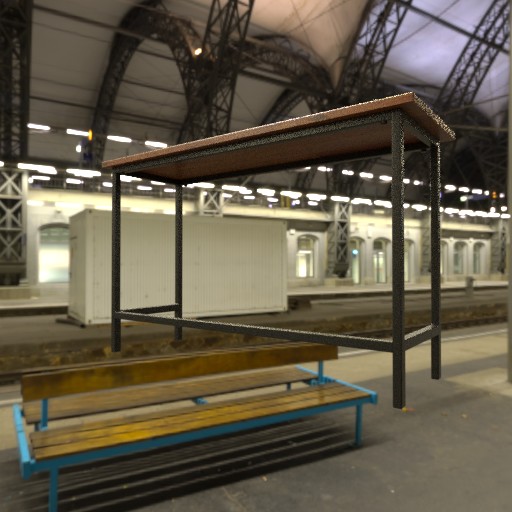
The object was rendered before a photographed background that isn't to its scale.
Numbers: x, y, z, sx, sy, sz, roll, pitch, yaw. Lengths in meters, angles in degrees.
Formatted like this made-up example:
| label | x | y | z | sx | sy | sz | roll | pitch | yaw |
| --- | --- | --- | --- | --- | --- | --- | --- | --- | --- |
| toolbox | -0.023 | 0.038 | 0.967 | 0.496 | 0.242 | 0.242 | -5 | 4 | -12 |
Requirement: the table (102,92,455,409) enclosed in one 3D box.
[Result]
| label | x | y | z | sx | sy | sz | roll | pitch | yaw |
| --- | --- | --- | --- | --- | --- | --- | --- | --- | --- |
| table | 0.000 | 0.000 | 1.535 | 1.204 | 0.740 | 0.408 | -1 | -1 | 37 |
